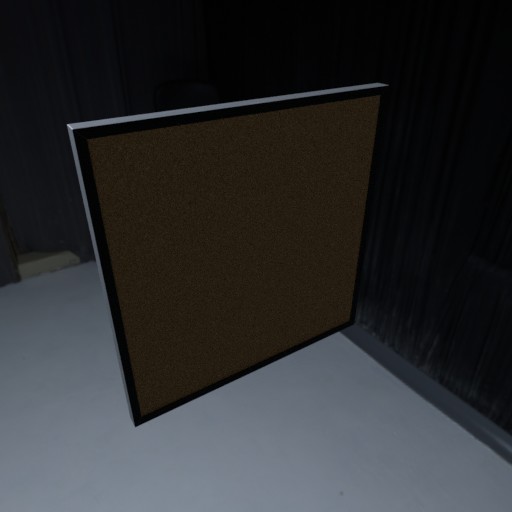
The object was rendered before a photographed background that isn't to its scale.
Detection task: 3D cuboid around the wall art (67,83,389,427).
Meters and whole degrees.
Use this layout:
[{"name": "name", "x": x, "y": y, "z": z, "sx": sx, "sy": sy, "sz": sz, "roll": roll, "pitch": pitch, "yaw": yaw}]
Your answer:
[{"name": "wall art", "x": 0.000, "y": 0.000, "z": 1.132, "sx": 0.761, "sy": 0.761, "sz": 0.037, "roll": -18, "pitch": 35, "yaw": -28}]
